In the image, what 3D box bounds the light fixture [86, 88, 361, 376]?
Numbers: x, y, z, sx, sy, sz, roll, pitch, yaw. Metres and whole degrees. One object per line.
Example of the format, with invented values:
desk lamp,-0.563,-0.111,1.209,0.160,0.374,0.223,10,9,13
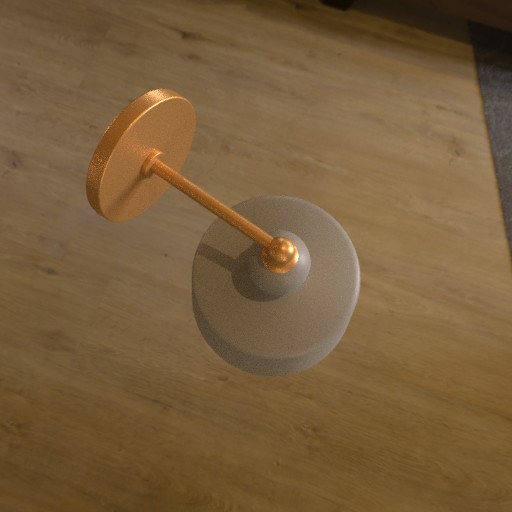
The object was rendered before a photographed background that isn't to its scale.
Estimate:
light fixture,0.000,0.000,0.442,0.254,0.268,0.204,35,78,9
